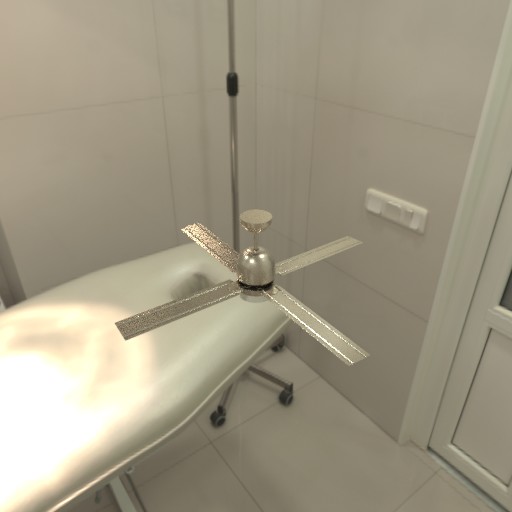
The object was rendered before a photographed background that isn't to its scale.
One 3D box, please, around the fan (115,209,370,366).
[{"bbox_3d":[0.000,0.000,2.055,1.346,0.406,1.346,-21,37,-31],"label":"fan"}]
